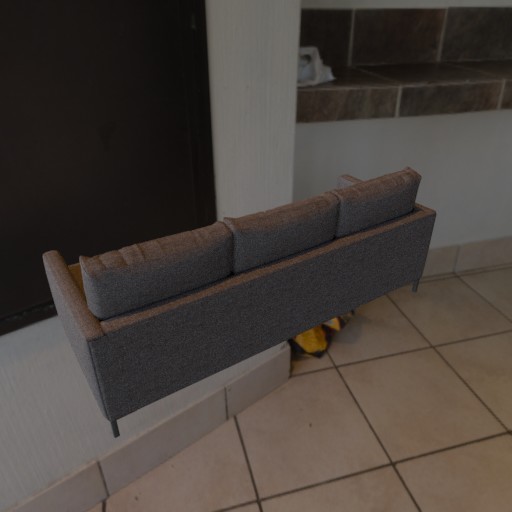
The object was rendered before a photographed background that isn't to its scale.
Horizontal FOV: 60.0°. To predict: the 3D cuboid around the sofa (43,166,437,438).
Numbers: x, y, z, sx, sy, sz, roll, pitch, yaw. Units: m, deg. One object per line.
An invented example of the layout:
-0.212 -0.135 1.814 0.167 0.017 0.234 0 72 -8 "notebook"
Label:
0.000 0.000 2.706 2.253 0.882 0.876 -19 35 -29 "sofa"
